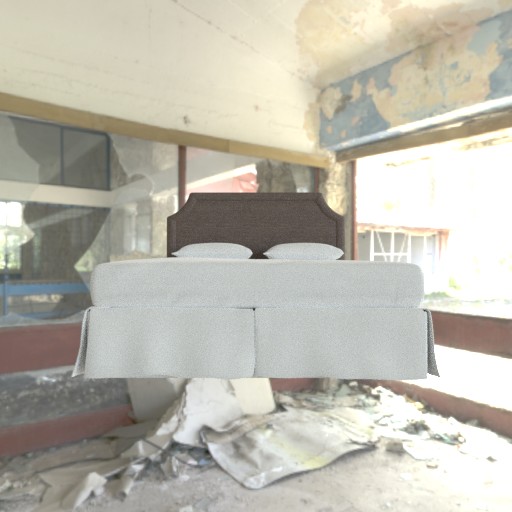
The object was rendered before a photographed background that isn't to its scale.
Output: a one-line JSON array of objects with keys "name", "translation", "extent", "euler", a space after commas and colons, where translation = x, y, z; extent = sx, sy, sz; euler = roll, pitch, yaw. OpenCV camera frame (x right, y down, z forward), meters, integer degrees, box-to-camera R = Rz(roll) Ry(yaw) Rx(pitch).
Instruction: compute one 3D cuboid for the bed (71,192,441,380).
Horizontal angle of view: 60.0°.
[{"name": "bed", "translation": [0.000, 0.000, 4.146], "extent": [2.350, 1.590, 2.773], "euler": [0, 0, 0]}]
